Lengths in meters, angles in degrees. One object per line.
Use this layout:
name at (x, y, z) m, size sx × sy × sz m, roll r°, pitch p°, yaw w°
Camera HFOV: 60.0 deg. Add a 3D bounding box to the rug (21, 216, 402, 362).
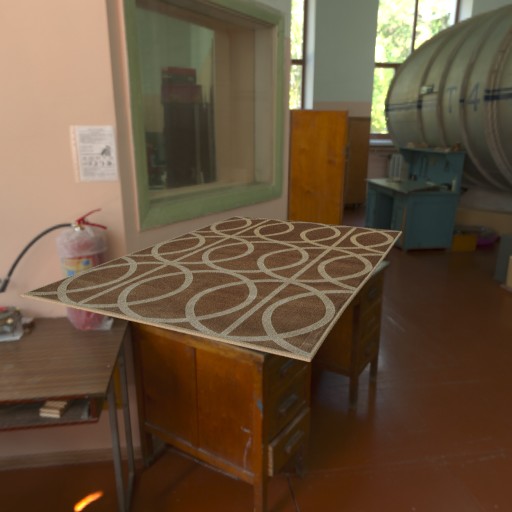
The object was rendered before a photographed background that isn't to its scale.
rug at (0.000, 0.000, 2.887) m, size 1.526 × 0.014 × 2.290 m, roll 7°, pitch 18°, yaw 24°
